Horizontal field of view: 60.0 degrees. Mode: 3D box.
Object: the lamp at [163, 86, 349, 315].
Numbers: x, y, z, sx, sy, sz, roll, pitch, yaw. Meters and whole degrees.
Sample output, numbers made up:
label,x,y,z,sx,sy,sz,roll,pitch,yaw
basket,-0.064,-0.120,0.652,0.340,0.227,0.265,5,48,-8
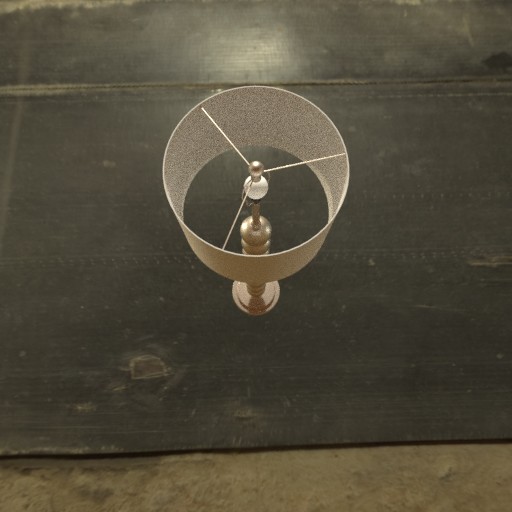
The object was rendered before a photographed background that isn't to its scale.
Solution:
label,x,y,z,sx,sy,sz,roll,pitch,yaw
lamp,0.000,0.000,1.635,0.394,1.474,0.394,-39,78,-9
